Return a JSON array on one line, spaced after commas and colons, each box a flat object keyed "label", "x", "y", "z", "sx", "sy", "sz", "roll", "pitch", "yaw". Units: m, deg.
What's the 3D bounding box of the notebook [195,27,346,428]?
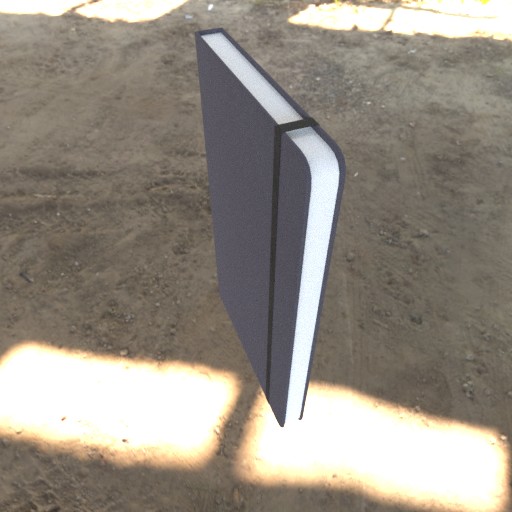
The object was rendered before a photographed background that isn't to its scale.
[{"label": "notebook", "x": 0.000, "y": 0.000, "z": 0.262, "sx": 0.016, "sy": 0.213, "sz": 0.127, "roll": -17, "pitch": 48, "yaw": -15}]
